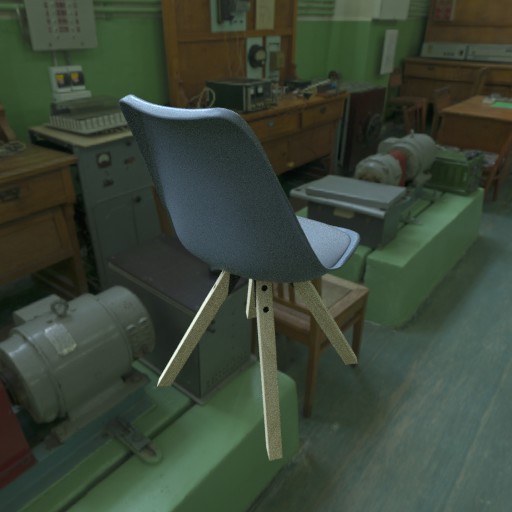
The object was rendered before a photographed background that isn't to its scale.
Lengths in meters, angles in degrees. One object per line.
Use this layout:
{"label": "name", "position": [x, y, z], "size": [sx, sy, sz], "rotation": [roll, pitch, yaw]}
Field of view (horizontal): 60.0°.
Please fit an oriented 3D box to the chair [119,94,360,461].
{"label": "chair", "position": [0.000, 0.000, 1.170], "size": [0.485, 0.850, 0.550], "rotation": [20, 35, 32]}
